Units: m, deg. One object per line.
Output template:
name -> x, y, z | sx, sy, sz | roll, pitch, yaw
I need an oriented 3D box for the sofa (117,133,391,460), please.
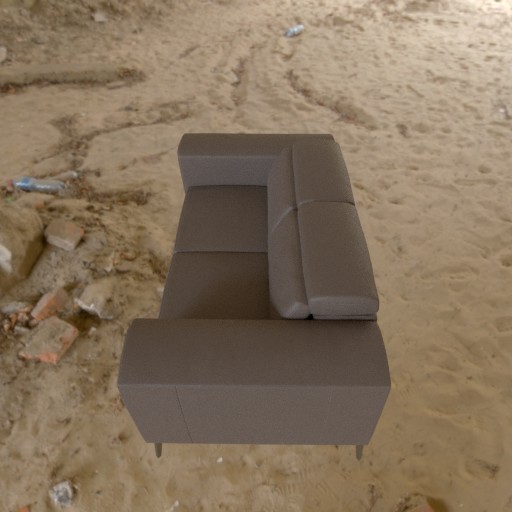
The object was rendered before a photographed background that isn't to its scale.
sofa -> 0.000, 0.000, 2.403 | 1.003, 0.779, 1.895 | 0, 43, 0
